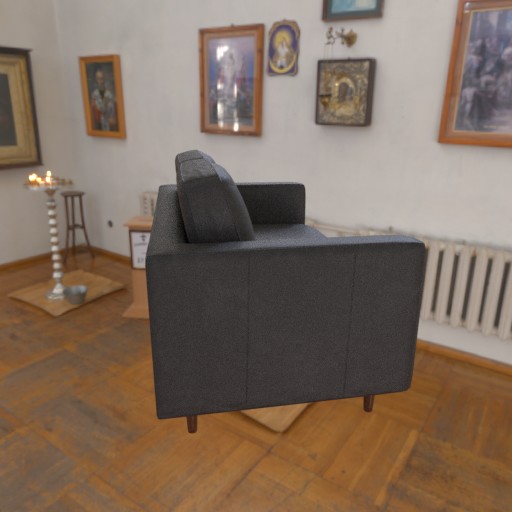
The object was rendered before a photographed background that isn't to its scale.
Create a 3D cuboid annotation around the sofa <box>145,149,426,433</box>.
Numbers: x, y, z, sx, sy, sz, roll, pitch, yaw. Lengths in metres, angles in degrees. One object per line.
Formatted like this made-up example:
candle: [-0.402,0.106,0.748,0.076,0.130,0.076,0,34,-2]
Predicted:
sofa: [0.000,0.000,2.023,0.879,0.899,1.430,-3,17,-10]
